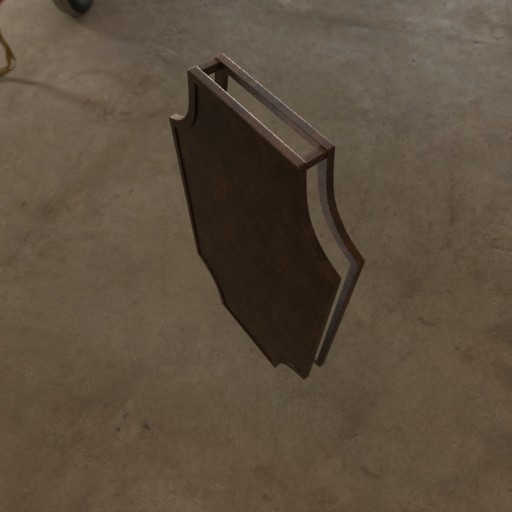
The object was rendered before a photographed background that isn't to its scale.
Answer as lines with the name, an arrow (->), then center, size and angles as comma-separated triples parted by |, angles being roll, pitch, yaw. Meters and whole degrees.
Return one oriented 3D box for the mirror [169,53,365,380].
mirror -> 0.000, 0.000, 0.973 | 0.066, 0.811, 0.462 | -34, 64, -19
